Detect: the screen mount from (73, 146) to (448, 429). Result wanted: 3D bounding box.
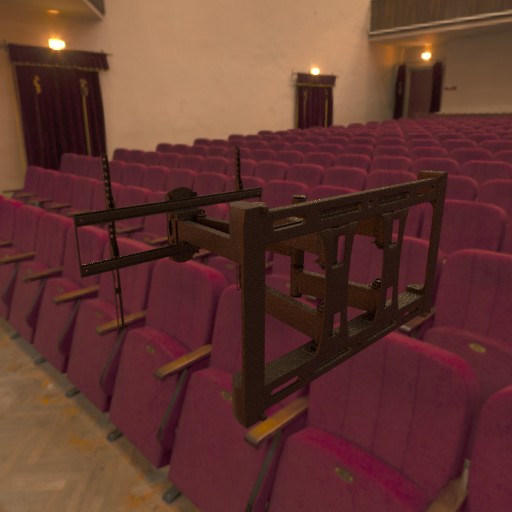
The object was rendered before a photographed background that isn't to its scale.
[{"bbox_3d":[0.000,0.000,1.110,0.661,0.491,0.644,-16,23,-42],"label":"screen mount"}]
